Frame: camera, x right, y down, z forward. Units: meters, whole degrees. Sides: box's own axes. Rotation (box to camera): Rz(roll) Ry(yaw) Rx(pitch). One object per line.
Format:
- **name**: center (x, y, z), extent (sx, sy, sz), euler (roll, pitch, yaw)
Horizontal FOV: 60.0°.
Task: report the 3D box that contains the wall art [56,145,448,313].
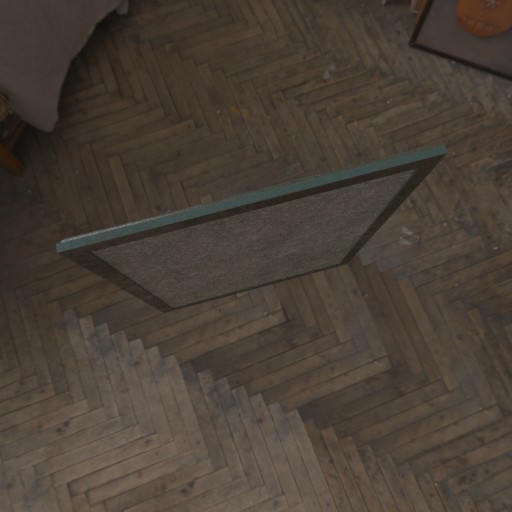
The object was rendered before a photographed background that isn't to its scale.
- **wall art**: center (0.000, 0.000, 1.319), extent (0.767, 0.983, 0.030), euler (-15, 77, -4)
